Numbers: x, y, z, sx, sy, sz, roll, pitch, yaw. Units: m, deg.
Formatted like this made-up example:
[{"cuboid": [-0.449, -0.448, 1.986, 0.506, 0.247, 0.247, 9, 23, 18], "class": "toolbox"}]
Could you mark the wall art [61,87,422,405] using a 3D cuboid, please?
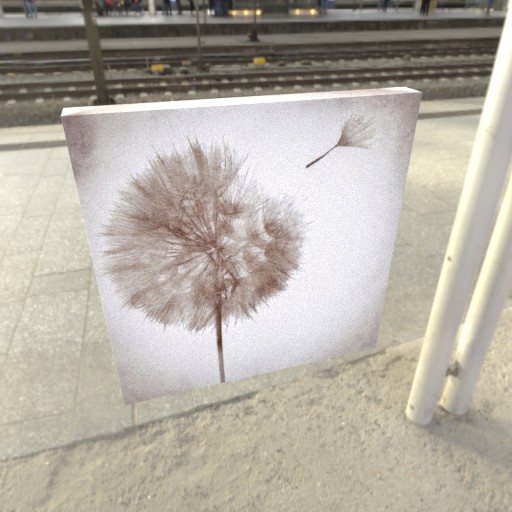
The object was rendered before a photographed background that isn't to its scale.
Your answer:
[{"cuboid": [0.000, 0.000, 0.447, 0.303, 0.303, 0.028, -9, 32, -15], "class": "wall art"}]
